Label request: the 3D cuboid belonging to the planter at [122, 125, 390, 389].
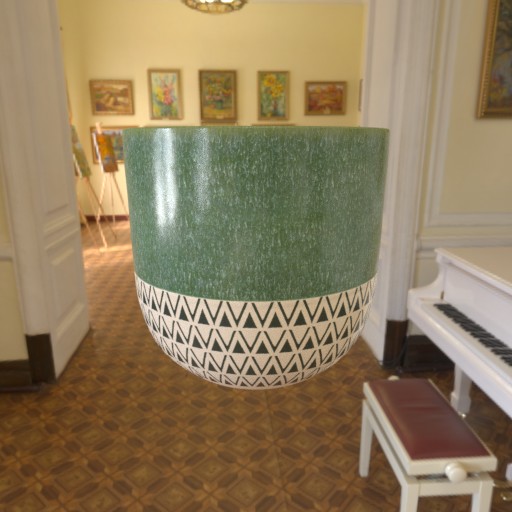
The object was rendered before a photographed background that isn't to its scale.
[{"bbox_3d":[0.000,0.000,0.492,0.266,0.270,0.266,0,15,0],"label":"planter"}]
